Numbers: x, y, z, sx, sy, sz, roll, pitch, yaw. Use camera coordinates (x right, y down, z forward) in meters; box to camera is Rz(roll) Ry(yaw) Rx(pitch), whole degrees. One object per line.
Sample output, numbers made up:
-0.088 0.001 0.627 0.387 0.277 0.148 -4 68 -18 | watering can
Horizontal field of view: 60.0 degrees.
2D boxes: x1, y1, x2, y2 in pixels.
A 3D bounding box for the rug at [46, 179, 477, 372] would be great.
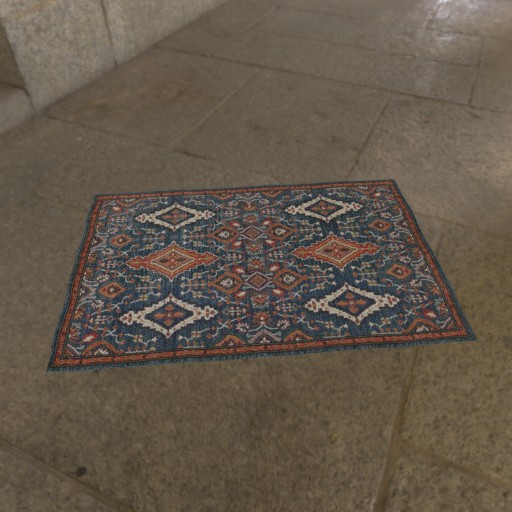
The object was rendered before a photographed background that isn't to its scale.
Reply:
0.000 0.000 4.165 3.371 0.008 2.190 -3 46 -3 | rug
